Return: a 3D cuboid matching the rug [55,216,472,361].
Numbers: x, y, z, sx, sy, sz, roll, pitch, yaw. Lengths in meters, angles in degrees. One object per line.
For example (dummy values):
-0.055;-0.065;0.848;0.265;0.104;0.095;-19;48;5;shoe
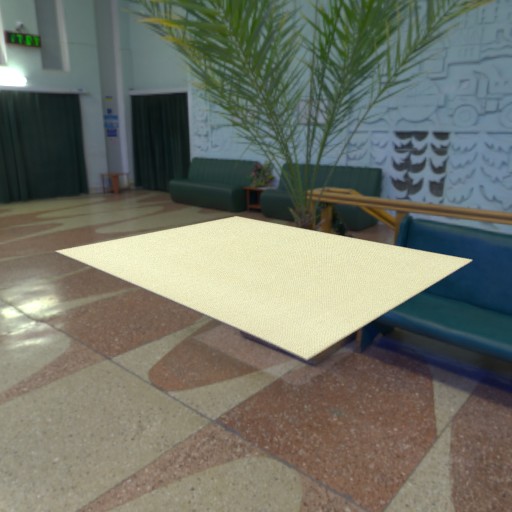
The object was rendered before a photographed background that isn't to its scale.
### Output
0.000;0.000;4.125;3.039;0.018;2.462;15;21;41;rug
